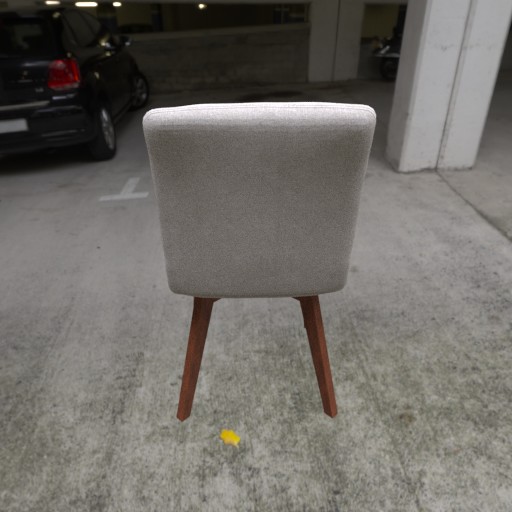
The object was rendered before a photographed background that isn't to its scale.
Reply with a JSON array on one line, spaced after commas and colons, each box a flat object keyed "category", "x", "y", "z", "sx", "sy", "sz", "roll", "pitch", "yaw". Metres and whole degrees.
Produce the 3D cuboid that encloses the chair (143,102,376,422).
[{"category": "chair", "x": 0.000, "y": 0.000, "z": 1.324, "sx": 0.522, "sy": 0.974, "sz": 0.563, "roll": -1, "pitch": 30, "yaw": -1}]
